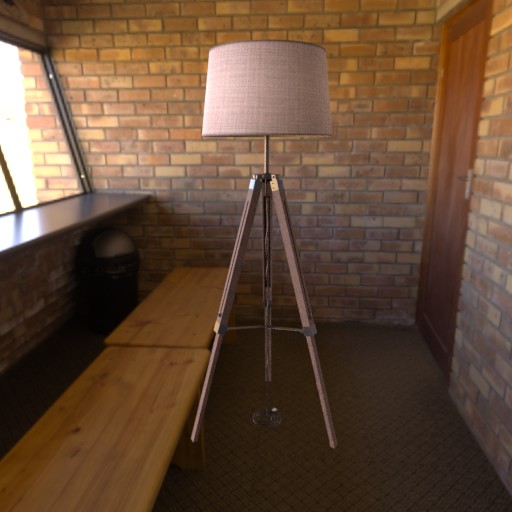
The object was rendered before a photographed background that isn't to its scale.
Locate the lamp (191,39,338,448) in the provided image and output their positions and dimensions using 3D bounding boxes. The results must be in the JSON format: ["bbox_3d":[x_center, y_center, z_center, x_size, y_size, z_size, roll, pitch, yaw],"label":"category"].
[{"bbox_3d":[0.000,0.000,1.771,0.587,1.510,0.604,-7,16,-26],"label":"lamp"}]
